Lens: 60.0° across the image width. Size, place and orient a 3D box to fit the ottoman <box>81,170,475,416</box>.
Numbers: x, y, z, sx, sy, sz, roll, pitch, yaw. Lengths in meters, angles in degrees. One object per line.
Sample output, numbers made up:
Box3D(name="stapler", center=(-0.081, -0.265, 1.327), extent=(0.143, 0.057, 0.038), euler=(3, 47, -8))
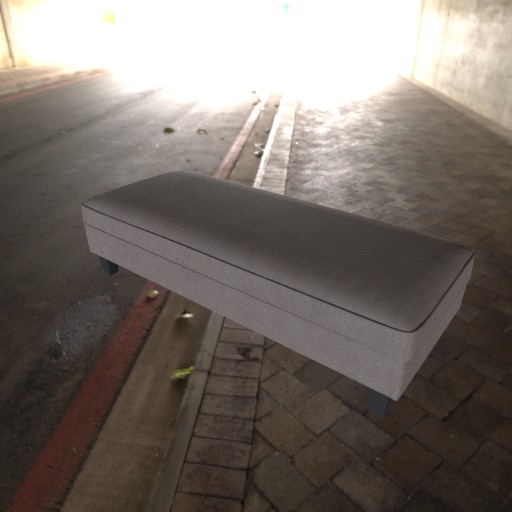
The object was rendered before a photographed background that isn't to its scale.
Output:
Box3D(name="ottoman", center=(0.000, 0.000, 2.109), extent=(1.764, 0.470, 0.751), euler=(20, 34, 33))
